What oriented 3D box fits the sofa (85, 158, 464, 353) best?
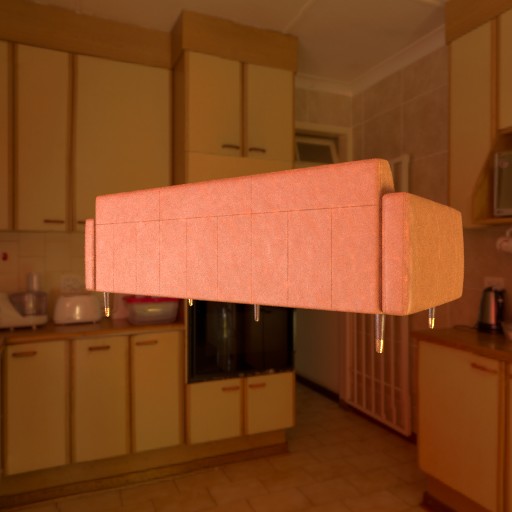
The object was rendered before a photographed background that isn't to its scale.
[{"bbox_3d":[0.000,0.000,2.790,2.291,0.821,0.990,0,0,36],"label":"sofa"}]
